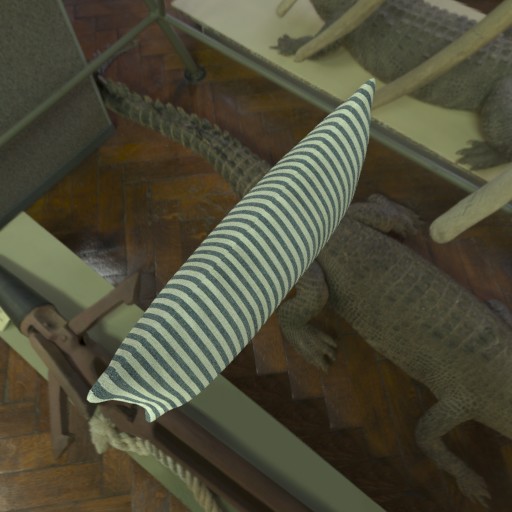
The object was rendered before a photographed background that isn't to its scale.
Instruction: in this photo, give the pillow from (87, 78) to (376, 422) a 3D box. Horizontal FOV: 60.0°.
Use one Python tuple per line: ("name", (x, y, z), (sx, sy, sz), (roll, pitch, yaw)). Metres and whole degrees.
("pillow", (0.000, 0.000, 0.726), (0.151, 0.295, 0.617), (35, 69, 15))
